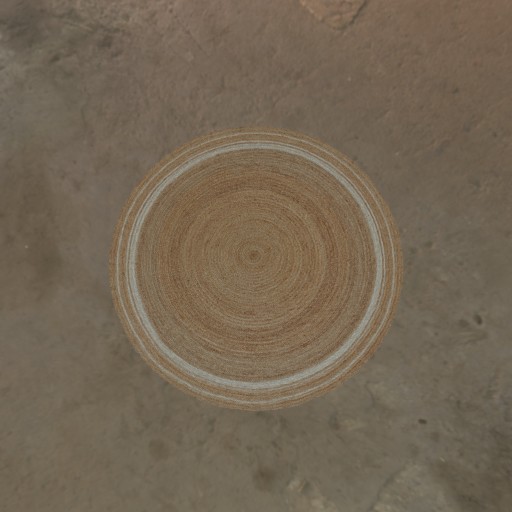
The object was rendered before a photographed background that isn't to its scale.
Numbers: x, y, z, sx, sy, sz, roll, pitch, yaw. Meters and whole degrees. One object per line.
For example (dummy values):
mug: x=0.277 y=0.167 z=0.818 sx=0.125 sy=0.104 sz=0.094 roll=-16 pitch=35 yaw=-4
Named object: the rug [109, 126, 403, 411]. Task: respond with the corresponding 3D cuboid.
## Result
rug: x=0.000 y=0.000 z=3.701 sx=2.444 sy=0.015 sz=2.444 roll=0 pitch=74 yaw=0
